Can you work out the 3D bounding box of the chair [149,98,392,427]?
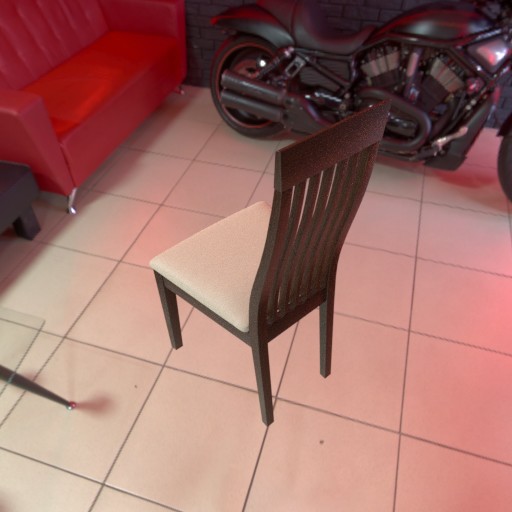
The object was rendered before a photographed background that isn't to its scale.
[{"bbox_3d":[0.000,0.000,1.271,0.460,1.027,0.474,-31,53,-27],"label":"chair"}]
